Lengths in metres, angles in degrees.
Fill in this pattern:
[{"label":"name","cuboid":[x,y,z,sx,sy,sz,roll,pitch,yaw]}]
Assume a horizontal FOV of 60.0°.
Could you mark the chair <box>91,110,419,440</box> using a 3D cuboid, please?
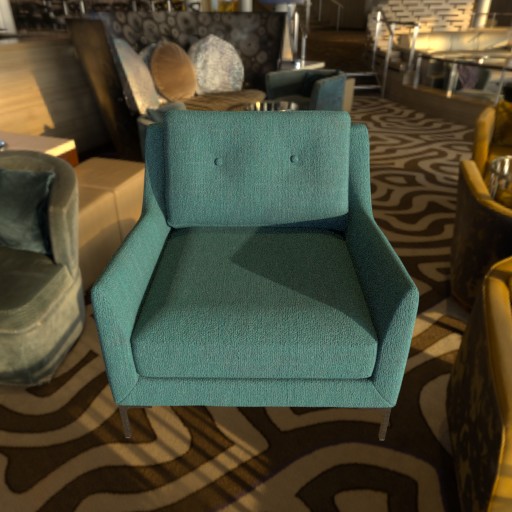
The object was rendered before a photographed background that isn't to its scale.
[{"label":"chair","cuboid":[0.000,0.000,1.499,0.847,0.828,0.849,0,30,1]}]
